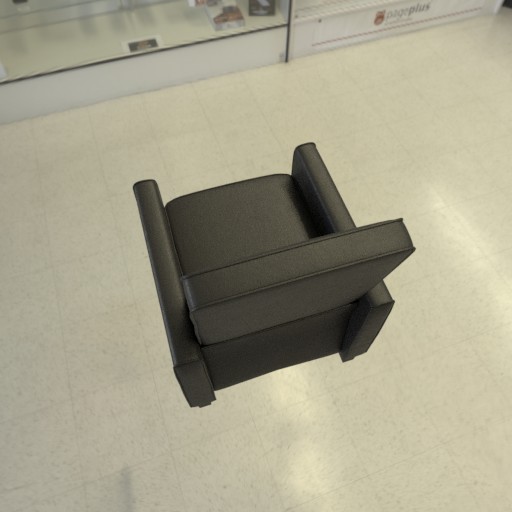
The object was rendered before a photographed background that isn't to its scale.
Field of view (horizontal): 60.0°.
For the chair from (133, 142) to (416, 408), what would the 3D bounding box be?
[{"bbox_3d":[0.000,0.000,1.512,0.705,1.013,0.746,-15,59,-9],"label":"chair"}]
